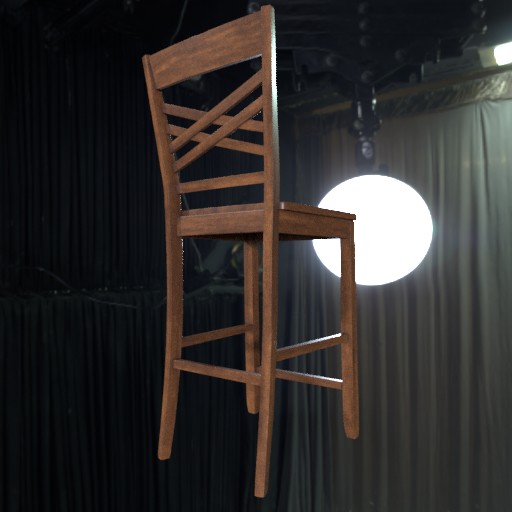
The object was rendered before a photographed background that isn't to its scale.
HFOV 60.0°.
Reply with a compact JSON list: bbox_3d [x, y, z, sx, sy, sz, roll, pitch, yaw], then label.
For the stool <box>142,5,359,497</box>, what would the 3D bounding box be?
[{"bbox_3d":[0.000,0.000,1.279,0.426,1.098,0.504,-1,-1,36],"label":"stool"}]
